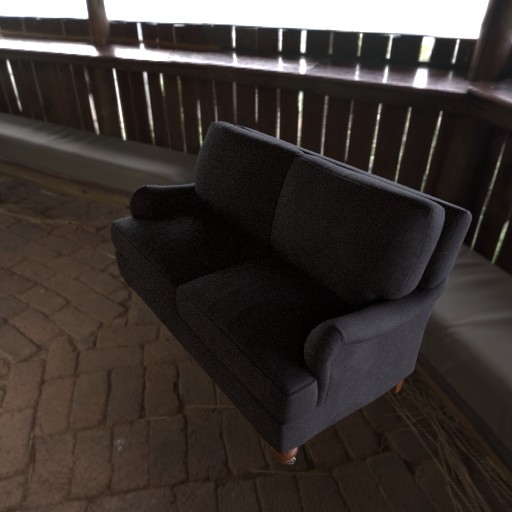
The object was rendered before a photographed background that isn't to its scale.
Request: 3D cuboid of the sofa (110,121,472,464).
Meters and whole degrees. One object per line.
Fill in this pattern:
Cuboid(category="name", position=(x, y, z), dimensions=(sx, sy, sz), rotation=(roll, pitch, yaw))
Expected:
Cuboid(category="sofa", position=(0.000, 0.000, 2.516), dimensions=(1.084, 1.101, 1.853), rotation=(-21, 37, -31))
